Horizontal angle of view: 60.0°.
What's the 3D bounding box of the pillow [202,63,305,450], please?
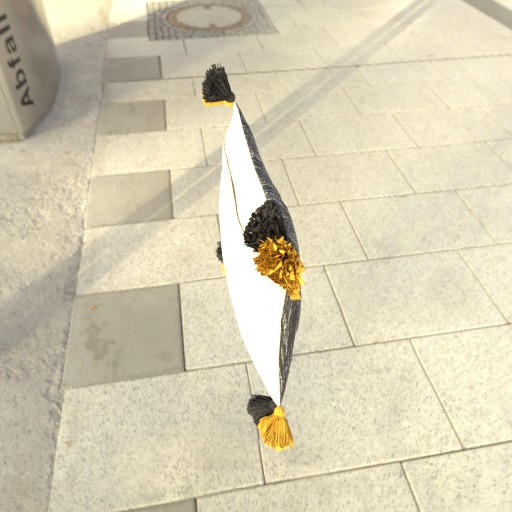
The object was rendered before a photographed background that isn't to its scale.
[{"bbox_3d":[0.000,0.000,0.969,0.139,0.659,0.654,-9,46,-8],"label":"pillow"}]
